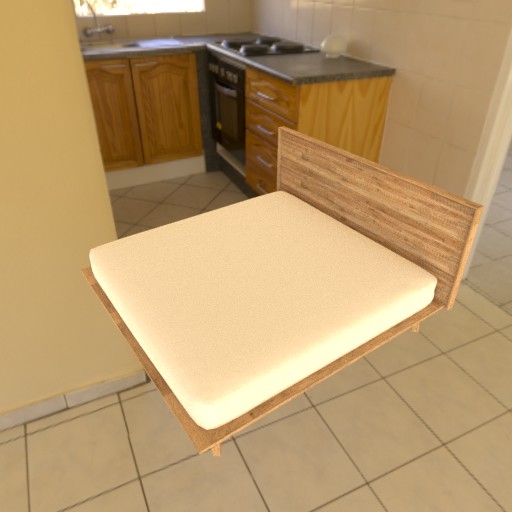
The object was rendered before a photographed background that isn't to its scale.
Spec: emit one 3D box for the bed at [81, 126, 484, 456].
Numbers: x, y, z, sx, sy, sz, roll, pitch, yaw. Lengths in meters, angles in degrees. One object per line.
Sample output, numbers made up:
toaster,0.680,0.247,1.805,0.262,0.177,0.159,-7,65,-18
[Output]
bed,0.000,0.000,3.399,2.167,1.100,2.116,-21,39,-29
